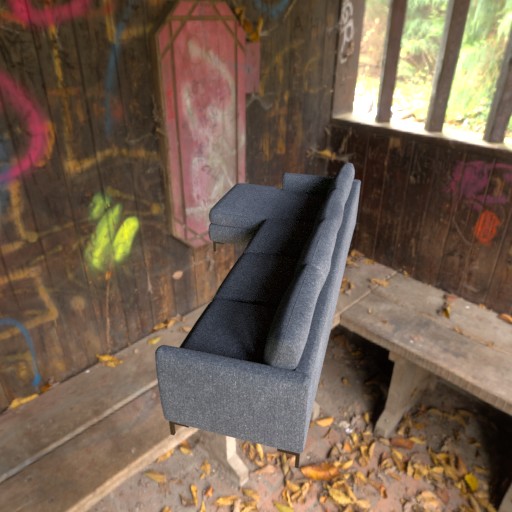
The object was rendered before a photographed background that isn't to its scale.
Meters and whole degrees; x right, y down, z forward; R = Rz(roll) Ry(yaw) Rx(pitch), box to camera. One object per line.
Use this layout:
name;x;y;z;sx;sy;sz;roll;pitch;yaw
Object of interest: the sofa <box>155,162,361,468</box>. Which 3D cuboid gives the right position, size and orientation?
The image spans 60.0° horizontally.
sofa;0.000;0.000;3.484;1.350;0.810;2.932;8;30;14
